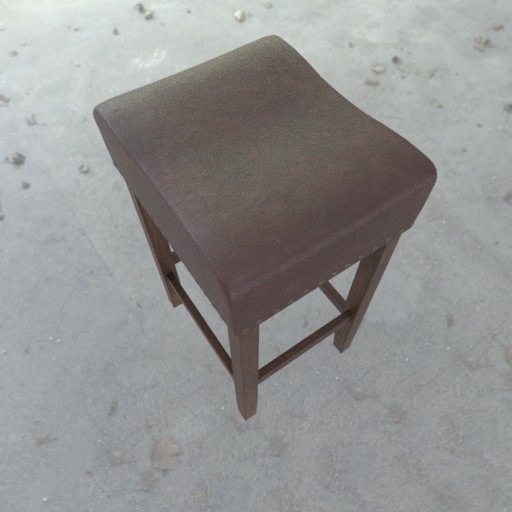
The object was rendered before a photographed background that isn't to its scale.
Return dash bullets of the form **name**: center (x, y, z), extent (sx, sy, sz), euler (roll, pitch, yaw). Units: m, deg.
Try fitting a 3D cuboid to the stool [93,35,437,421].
- **stool**: center (0.000, 0.000, 1.049), extent (0.401, 0.769, 0.465), euler (-30, 62, -18)
